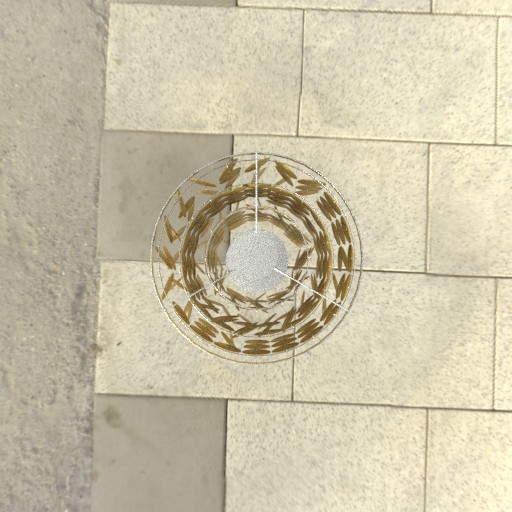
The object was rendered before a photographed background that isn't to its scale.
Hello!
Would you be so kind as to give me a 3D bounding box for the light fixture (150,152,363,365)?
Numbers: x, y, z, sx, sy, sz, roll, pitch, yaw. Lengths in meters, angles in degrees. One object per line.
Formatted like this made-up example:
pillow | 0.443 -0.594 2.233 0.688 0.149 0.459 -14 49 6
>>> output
light fixture | 0.000 0.000 0.755 0.368 0.492 0.368 0 89 1
